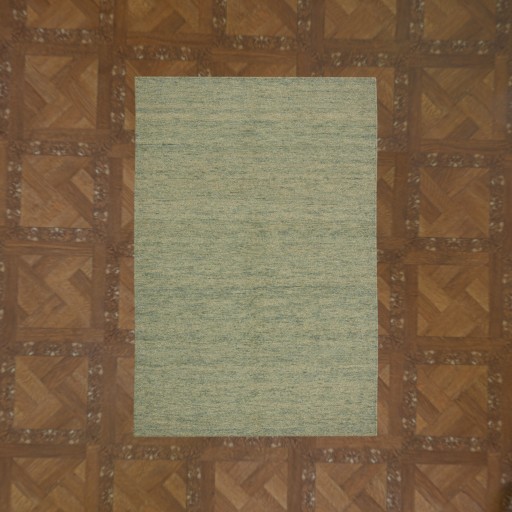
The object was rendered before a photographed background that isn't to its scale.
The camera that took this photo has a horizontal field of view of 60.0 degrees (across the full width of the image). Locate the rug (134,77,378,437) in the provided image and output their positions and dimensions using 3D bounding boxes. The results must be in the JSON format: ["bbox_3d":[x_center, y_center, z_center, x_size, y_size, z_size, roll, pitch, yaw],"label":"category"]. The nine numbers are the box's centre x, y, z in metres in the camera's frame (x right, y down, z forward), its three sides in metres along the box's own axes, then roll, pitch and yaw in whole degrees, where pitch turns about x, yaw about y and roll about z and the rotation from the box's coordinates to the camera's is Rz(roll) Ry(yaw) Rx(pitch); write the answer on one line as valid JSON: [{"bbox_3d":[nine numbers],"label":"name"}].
[{"bbox_3d":[0.000,0.000,2.818,1.547,0.013,2.283,0,89,0],"label":"rug"}]
